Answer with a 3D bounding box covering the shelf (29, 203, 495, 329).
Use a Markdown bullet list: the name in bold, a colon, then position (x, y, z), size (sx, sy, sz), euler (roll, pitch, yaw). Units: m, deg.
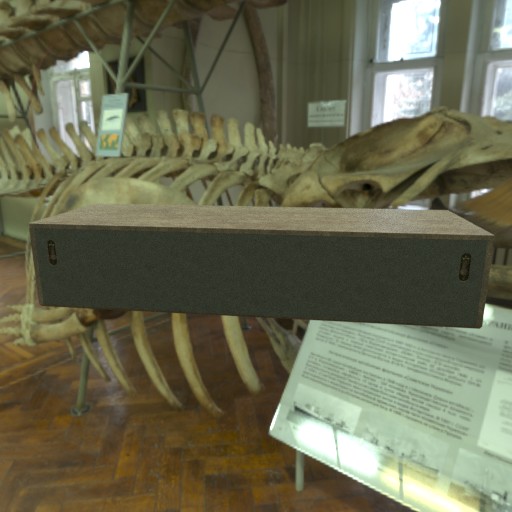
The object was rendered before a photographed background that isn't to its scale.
- **shelf**: position (0.000, 0.000, 0.687), size (0.610, 0.125, 0.200), euler (2, 15, 7)
